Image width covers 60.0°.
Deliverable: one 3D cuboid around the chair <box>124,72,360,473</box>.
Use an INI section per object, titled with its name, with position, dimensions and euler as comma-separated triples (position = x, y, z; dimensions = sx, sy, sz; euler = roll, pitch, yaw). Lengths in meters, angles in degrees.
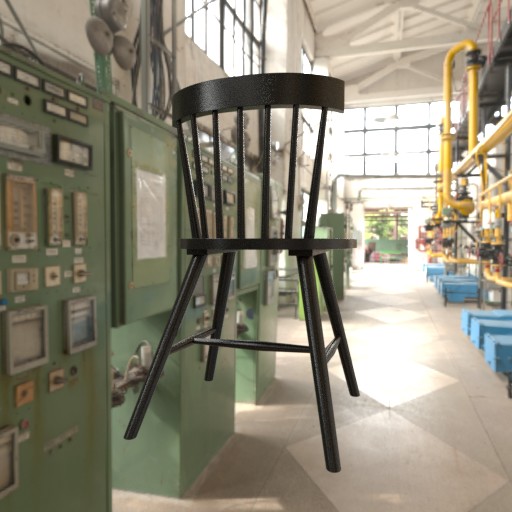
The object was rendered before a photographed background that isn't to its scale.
[chair]
position = 0.000, 0.000, 1.170
dimensions = 0.506, 0.844, 0.483
euler = 1, 2, 18
